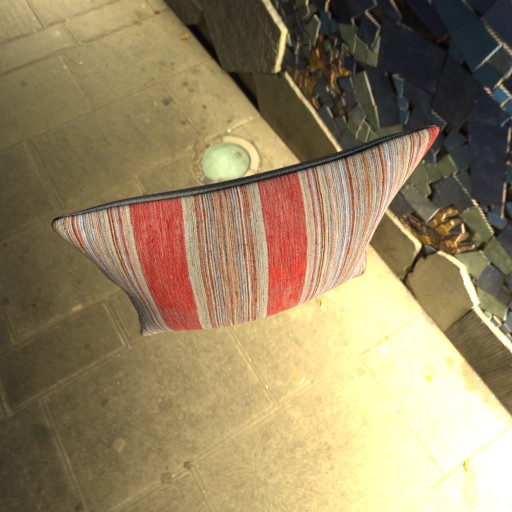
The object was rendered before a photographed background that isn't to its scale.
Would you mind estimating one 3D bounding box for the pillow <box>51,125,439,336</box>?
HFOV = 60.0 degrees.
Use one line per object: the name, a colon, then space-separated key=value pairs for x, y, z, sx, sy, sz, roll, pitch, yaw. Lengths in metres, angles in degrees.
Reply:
pillow: x=0.000 y=0.000 z=0.653 sx=0.437 sy=0.419 sz=0.136 roll=-15 pitch=65 yaw=-7
